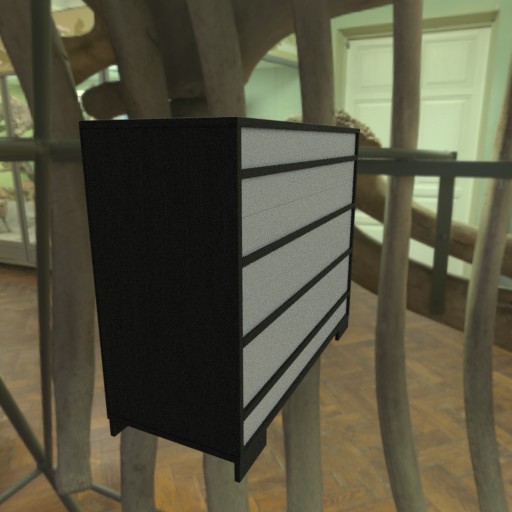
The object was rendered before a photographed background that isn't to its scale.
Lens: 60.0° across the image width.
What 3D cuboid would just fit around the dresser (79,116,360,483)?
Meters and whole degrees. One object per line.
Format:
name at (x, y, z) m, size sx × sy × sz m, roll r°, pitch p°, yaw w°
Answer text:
dresser at (0.000, 0.000, 1.444) m, size 0.404 × 0.816 × 0.994 m, roll 7°, pitch 16°, yaw 25°
